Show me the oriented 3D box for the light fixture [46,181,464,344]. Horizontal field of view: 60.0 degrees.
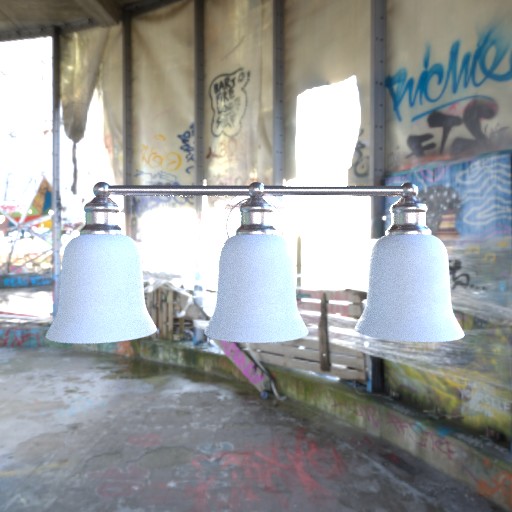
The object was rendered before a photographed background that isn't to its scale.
[{"bbox_3d":[0.000,0.000,0.644,0.570,0.211,0.198,0,1,-1],"label":"light fixture"}]
